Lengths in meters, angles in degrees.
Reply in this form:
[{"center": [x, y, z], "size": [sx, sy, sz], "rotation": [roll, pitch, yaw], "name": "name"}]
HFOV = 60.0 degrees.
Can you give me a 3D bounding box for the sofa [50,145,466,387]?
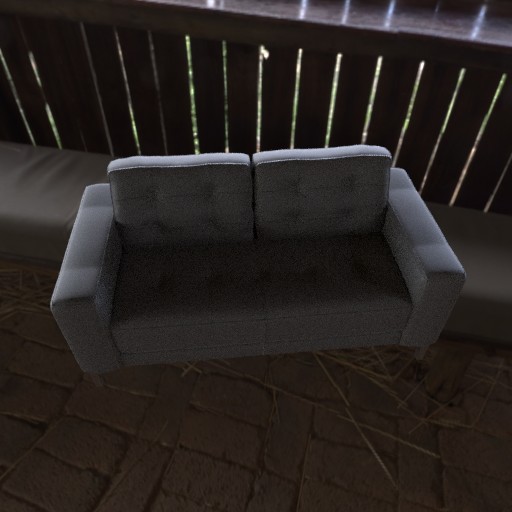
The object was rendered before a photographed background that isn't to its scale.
[{"center": [0.000, 0.000, 2.189], "size": [1.726, 0.892, 0.833], "rotation": [-4, 45, -4], "name": "sofa"}]
